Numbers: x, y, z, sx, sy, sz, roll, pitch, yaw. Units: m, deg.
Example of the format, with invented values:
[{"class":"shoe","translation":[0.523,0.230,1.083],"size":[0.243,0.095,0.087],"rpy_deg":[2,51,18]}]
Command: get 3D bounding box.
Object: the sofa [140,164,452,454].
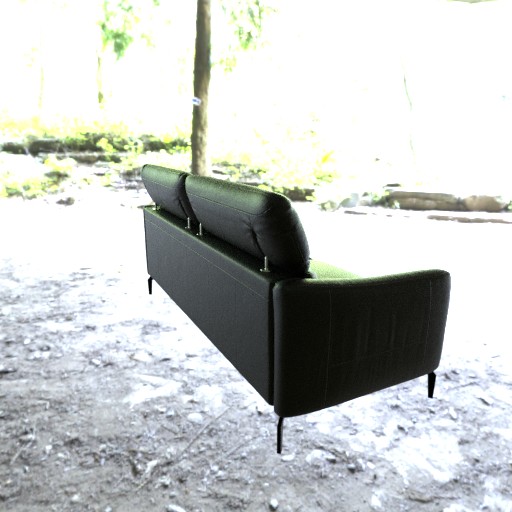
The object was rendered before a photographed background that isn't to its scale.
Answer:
[{"class":"sofa","translation":[0.000,0.000,2.517],"size":[0.856,0.957,2.069],"rpy_deg":[-8,17,-26]}]
